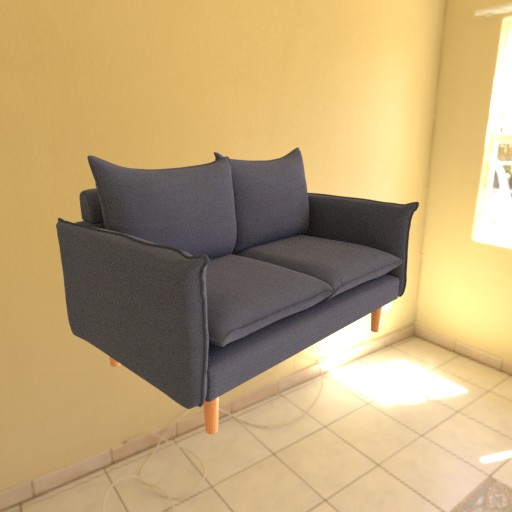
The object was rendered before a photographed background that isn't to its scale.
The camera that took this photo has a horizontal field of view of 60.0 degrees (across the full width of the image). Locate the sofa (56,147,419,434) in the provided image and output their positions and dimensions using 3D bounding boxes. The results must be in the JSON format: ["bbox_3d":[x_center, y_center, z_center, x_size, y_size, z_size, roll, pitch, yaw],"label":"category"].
[{"bbox_3d":[0.000,0.000,1.842,0.820,0.840,1.300,15,21,42],"label":"sofa"}]
